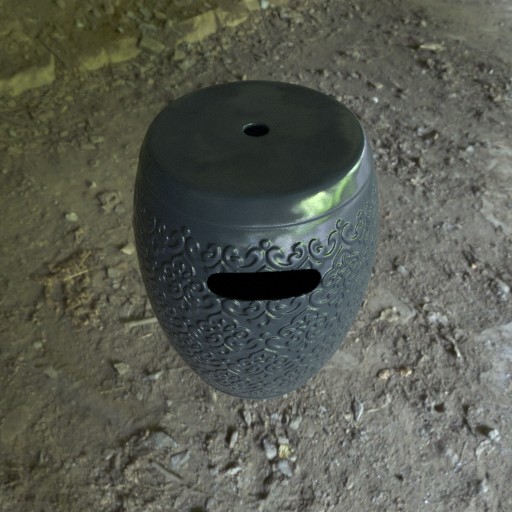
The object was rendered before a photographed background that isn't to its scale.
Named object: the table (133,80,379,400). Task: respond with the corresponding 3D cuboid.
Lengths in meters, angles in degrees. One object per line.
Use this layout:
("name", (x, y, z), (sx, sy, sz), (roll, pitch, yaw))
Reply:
("table", (0.000, 0.000, 0.612), (0.309, 0.397, 0.309), (0, 47, 0))
